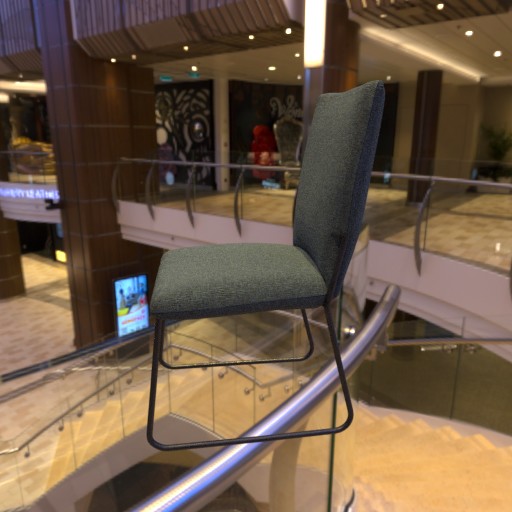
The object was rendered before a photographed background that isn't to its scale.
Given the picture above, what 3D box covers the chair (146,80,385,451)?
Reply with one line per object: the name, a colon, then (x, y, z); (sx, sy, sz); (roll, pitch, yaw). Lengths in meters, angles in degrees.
chair: (0.000, 0.000, 1.290); (0.635, 0.931, 0.480); (-2, 15, -8)
